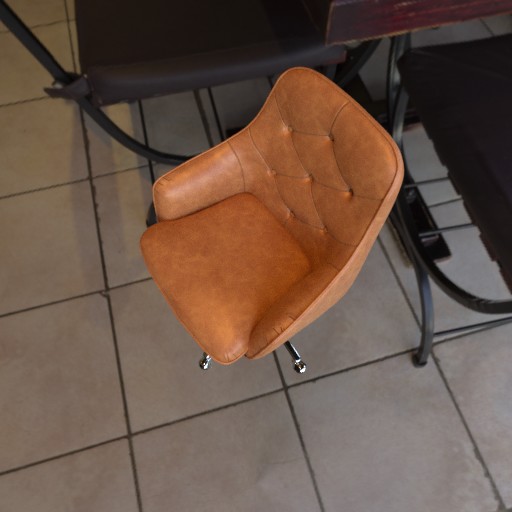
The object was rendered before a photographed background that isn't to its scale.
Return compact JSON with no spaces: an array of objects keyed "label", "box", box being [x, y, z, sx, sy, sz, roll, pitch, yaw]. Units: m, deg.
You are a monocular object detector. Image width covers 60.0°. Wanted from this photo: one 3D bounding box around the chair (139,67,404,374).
[{"label":"chair","box":[0.000,0.000,1.365,0.615,0.909,0.628,-32,67,-15]}]
